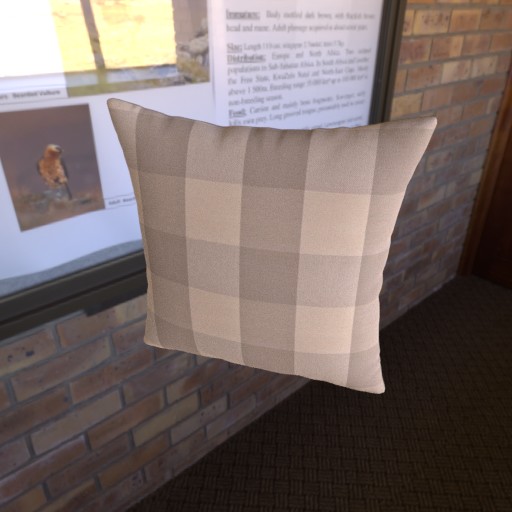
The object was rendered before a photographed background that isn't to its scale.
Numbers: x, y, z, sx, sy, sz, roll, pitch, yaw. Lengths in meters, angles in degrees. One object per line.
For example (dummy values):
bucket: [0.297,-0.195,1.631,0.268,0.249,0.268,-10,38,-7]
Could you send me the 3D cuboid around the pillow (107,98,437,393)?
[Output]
pillow: [0.000,0.000,0.783,0.511,0.509,0.161,8,30,15]
